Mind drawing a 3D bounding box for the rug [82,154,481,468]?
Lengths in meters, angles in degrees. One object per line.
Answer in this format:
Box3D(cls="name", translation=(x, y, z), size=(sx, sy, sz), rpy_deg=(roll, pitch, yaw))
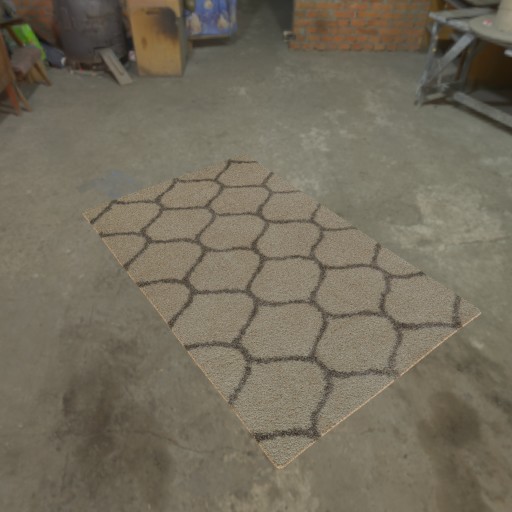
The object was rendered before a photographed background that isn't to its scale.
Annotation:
Box3D(cls="rug", translation=(0.000, 0.000, 2.925), size=(1.501, 0.024, 2.348), rpy_deg=(-26, 47, -27))
